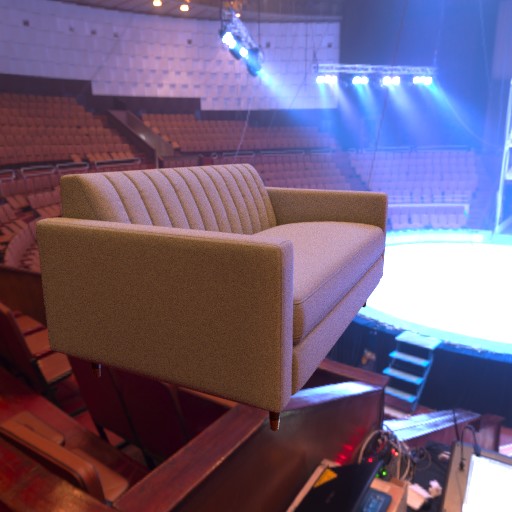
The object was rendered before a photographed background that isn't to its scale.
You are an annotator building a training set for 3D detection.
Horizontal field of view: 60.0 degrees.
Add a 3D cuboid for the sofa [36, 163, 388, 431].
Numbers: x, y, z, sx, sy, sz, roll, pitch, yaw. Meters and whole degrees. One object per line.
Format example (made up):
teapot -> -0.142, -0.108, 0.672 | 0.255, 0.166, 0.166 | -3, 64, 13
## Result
sofa -> 0.000, 0.000, 2.076 | 0.950, 0.801, 1.585 | 7, 15, 25
